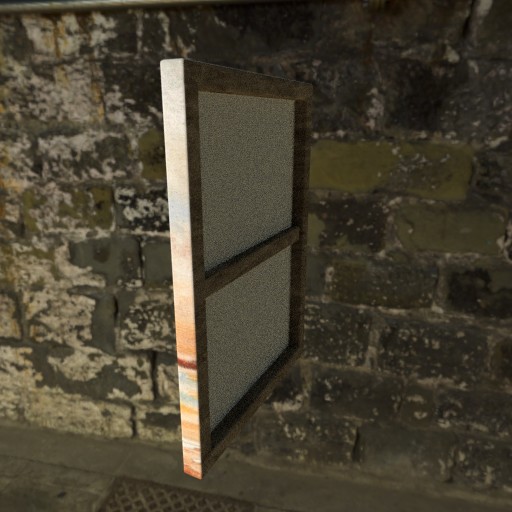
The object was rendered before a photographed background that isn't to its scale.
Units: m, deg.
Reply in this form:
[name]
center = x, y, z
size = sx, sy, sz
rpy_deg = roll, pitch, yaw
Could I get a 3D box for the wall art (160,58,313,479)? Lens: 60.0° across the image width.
[wall art]
center = 0.000, 0.000, 0.797
size = 0.035, 0.605, 0.443
rpy_deg = 8, 19, 25
